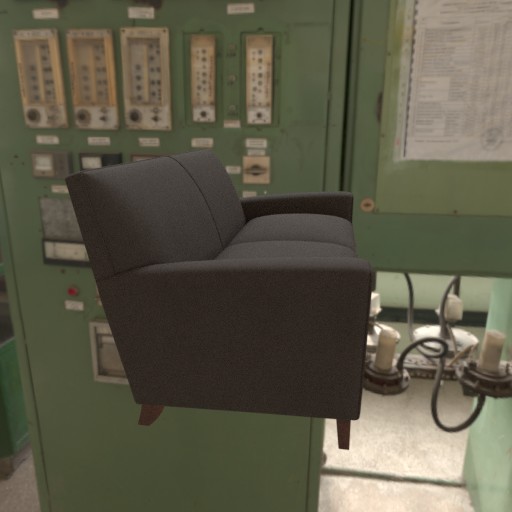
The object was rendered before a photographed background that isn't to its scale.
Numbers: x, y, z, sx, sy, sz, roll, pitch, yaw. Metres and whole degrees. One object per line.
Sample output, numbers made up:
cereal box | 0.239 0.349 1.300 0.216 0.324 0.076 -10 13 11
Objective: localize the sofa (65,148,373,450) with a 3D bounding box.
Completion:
sofa | 0.000 0.000 1.931 0.871 0.846 1.420 3 17 9
